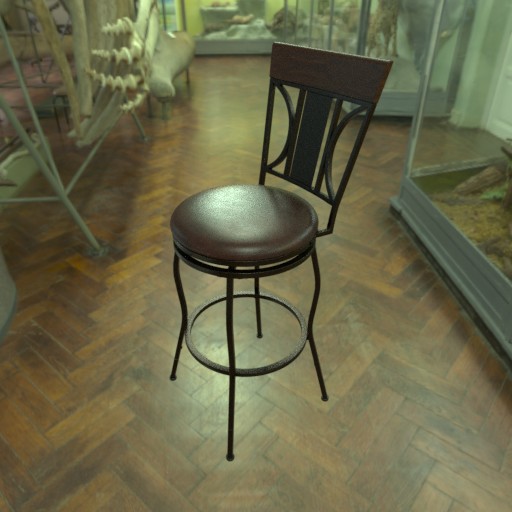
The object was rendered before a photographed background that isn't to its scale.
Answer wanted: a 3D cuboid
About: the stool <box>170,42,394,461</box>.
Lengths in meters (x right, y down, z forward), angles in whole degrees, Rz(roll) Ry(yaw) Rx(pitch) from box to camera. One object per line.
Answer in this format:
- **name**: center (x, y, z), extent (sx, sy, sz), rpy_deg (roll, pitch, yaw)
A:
- **stool**: center (0.000, 0.000, 1.368), extent (0.513, 1.130, 0.448), rpy_deg (-20, 37, -29)
